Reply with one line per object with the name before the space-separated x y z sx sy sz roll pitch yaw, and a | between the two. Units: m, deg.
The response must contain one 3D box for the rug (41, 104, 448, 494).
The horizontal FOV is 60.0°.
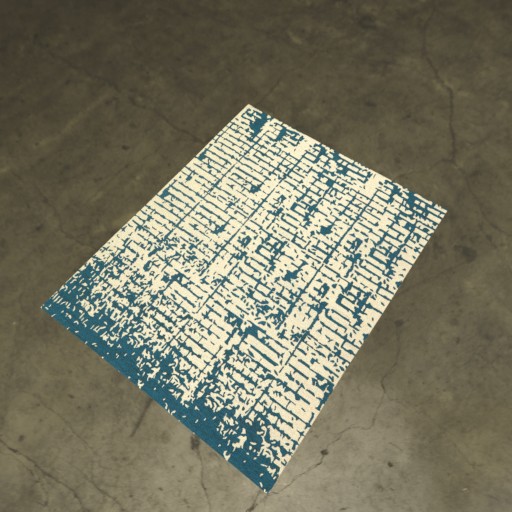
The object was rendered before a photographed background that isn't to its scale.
rug | 0.000 0.000 4.073 2.416 0.014 3.017 33 67 16
